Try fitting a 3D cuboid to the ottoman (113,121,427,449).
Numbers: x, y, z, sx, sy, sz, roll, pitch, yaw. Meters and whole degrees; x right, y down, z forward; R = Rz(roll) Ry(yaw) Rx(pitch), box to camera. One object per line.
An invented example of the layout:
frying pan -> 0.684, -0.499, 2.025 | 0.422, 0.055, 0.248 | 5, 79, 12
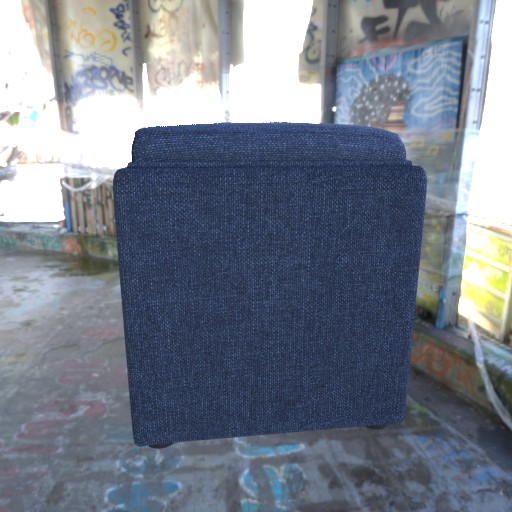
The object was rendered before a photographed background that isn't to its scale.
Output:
ottoman -> 0.000, 0.000, 0.852 | 0.436, 0.493, 0.454 | -2, 15, -7
